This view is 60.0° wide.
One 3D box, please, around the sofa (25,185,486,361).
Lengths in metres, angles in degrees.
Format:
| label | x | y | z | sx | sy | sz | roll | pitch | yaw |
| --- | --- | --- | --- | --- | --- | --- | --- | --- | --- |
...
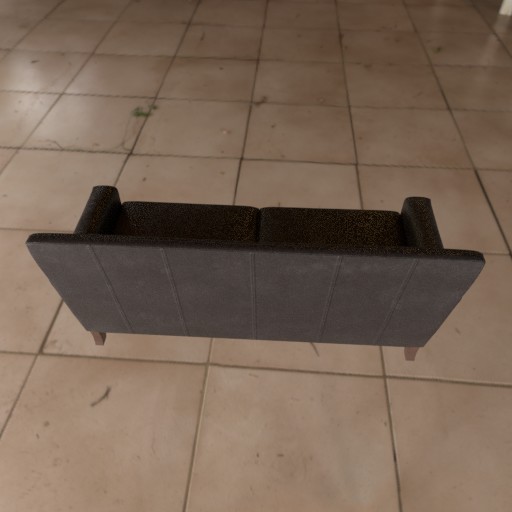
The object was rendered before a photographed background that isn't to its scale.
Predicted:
| label | x | y | z | sx | sy | sz | roll | pitch | yaw |
| --- | --- | --- | --- | --- | --- | --- | --- | --- | --- |
| sofa | 0.000 | 0.000 | 2.547 | 2.053 | 0.947 | 0.805 | 2 | 48 | 2 |
